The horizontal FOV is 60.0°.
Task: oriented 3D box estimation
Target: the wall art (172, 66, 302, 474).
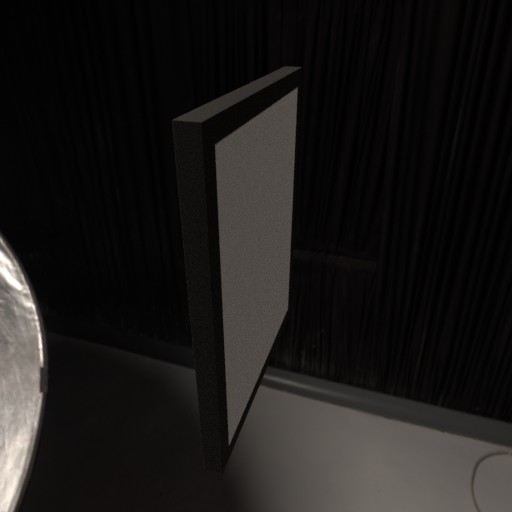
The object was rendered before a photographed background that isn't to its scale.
[{"bbox_3d":[0.000,0.000,0.557,0.024,0.404,0.329,9,31,15],"label":"wall art"}]
